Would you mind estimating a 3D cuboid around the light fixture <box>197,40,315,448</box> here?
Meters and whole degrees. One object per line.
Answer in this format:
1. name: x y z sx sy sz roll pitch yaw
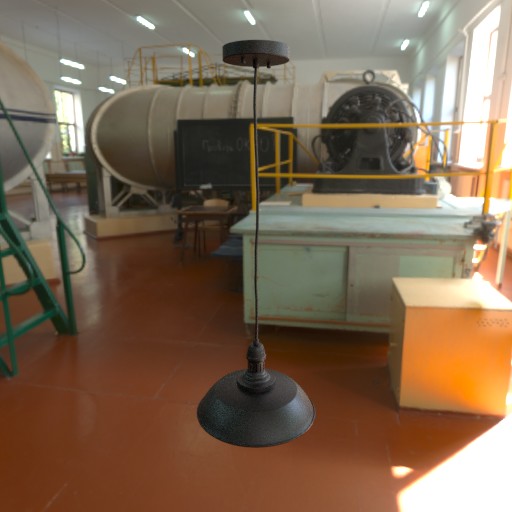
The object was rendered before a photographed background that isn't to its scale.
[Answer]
1. light fixture: 0.000 0.000 1.144 0.331 0.993 0.331 -13 18 -43
